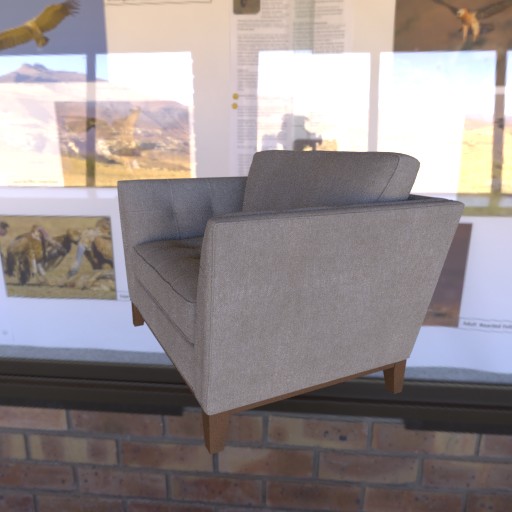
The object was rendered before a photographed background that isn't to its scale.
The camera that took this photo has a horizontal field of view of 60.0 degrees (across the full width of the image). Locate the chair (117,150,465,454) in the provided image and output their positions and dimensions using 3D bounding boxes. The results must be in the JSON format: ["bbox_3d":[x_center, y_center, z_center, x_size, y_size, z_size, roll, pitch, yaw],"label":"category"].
[{"bbox_3d":[0.000,0.000,2.032,0.965,0.942,1.396,-7,16,-26],"label":"chair"}]
